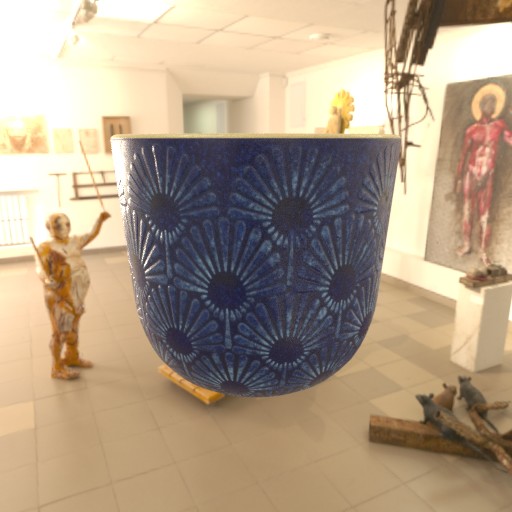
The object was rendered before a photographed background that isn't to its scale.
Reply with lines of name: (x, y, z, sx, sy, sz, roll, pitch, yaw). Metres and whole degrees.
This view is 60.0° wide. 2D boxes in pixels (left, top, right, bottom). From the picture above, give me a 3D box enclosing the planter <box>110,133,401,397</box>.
planter: (0.000, 0.000, 0.290, 0.170, 0.153, 0.170, 0, 15, 0)
